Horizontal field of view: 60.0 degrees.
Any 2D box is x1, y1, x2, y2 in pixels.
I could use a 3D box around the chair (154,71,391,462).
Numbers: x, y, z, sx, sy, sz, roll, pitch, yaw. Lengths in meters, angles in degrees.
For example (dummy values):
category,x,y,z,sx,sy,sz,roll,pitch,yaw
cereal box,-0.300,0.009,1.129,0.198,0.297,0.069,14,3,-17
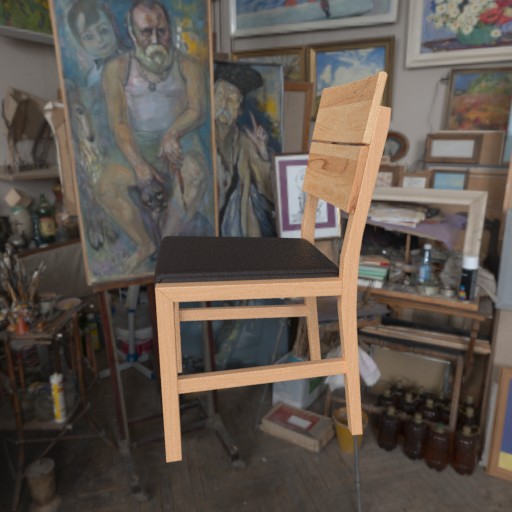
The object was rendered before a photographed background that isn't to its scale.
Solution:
category,x,y,z,sx,sy,sz,roll,pitch,yaw
chair,0.000,0.000,1.279,0.560,0.950,0.475,-2,16,-9
